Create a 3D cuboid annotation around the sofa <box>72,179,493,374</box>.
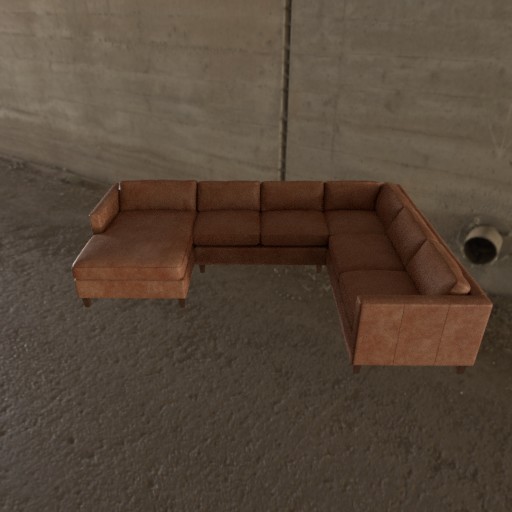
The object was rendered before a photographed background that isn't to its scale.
[{"bbox_3d":[0.000,0.000,4.355,3.401,0.832,2.430,0,30,0],"label":"sofa"}]
